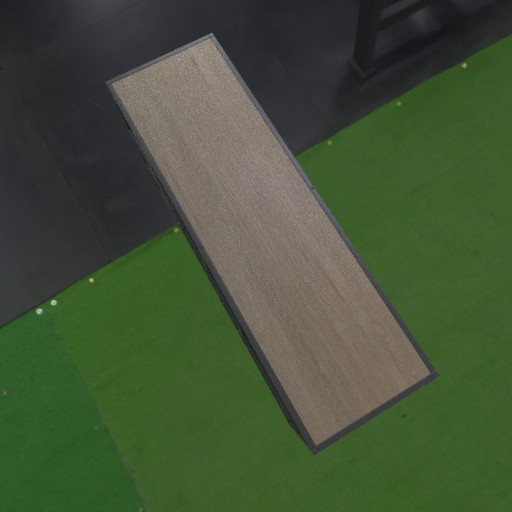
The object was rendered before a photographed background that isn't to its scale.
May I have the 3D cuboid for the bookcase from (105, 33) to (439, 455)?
[{"bbox_3d":[0.000,0.000,1.535,0.350,0.780,1.140,-29,76,-8],"label":"bookcase"}]
